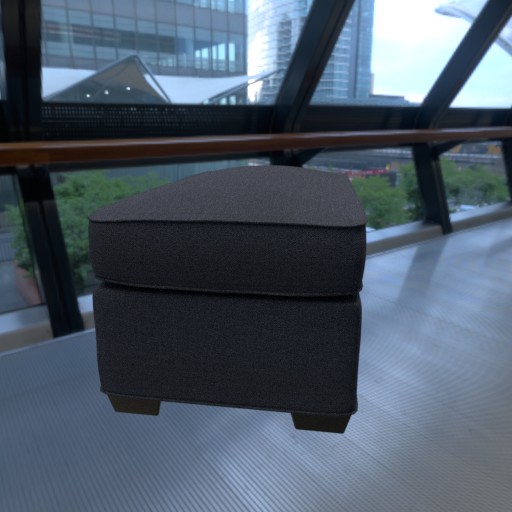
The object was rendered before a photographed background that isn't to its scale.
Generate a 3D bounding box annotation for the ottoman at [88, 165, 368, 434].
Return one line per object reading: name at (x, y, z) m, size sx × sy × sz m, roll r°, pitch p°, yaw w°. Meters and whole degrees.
ottoman at (0.000, 0.000, 1.196) m, size 0.505 × 0.453 × 0.895 m, roll 2°, pitch 16°, yaw 8°
